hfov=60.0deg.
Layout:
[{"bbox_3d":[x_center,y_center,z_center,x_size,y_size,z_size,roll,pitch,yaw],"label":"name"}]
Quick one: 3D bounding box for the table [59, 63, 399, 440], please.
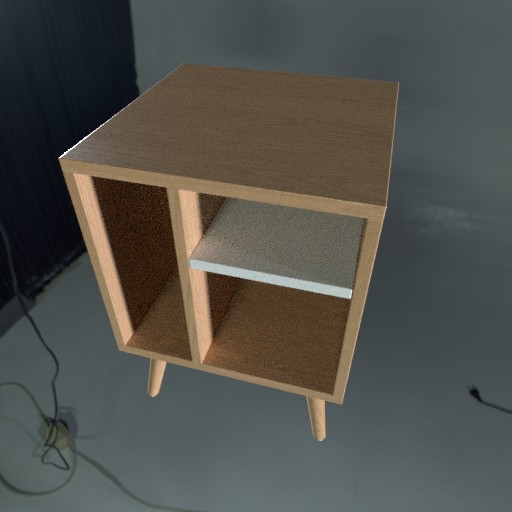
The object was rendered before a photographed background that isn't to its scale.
[{"bbox_3d":[0.000,0.000,0.835,0.400,0.550,0.400,10,41,12],"label":"table"}]
